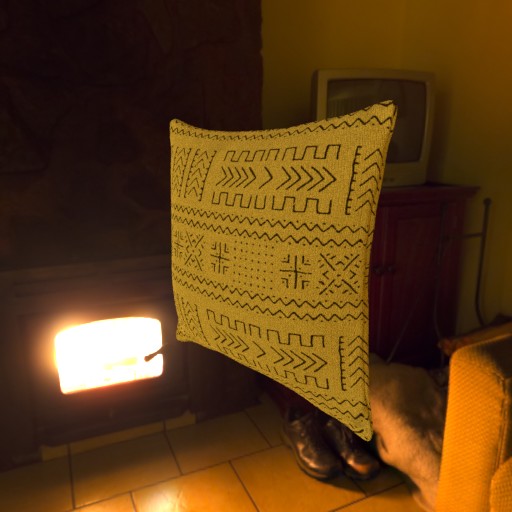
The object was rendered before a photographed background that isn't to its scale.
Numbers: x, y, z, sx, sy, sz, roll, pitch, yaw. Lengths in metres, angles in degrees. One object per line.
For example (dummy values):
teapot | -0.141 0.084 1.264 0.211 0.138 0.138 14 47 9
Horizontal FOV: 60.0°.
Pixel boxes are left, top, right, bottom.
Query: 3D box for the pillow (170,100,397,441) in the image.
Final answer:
pillow | 0.000 0.000 0.687 0.164 0.430 0.438 -14 19 -43
